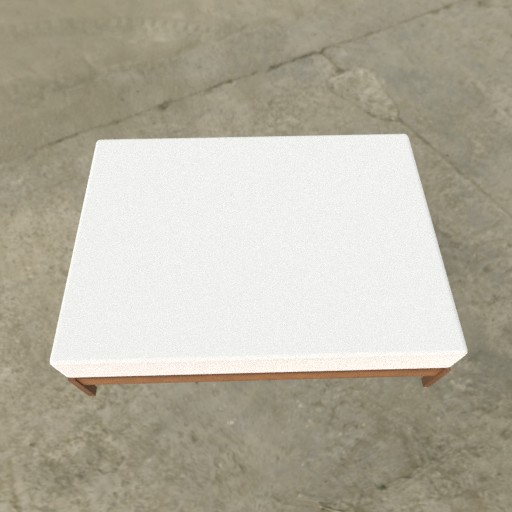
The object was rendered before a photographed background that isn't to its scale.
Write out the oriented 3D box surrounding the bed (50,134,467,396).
[{"bbox_3d":[0.000,0.000,2.778,2.050,0.593,1.529,-1,59,-1],"label":"bed"}]
